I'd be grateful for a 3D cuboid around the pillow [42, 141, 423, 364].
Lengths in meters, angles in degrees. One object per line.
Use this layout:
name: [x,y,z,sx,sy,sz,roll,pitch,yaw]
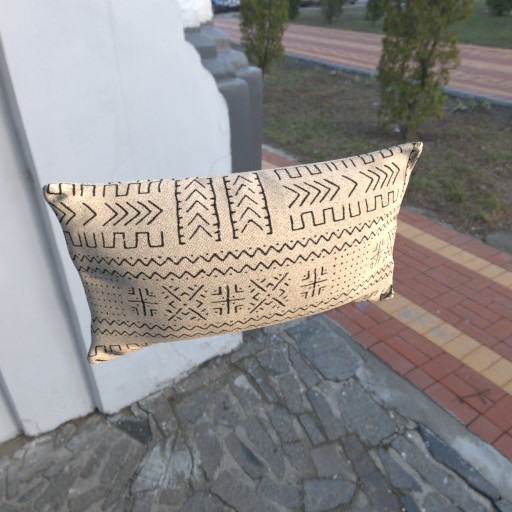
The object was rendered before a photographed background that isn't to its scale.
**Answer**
pillow: [0.000,0.000,0.790,0.637,0.352,0.188,-10,33,-15]
